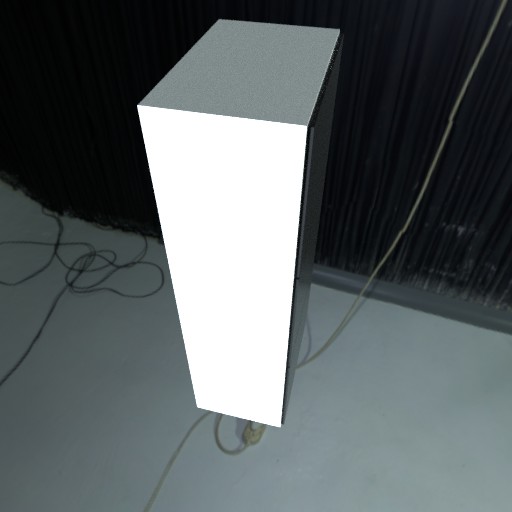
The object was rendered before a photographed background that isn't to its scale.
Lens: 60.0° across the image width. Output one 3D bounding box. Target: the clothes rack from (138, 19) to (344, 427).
[{"bbox_3d":[0.000,0.000,1.379,0.330,1.187,0.500,10,46,10],"label":"clothes rack"}]
